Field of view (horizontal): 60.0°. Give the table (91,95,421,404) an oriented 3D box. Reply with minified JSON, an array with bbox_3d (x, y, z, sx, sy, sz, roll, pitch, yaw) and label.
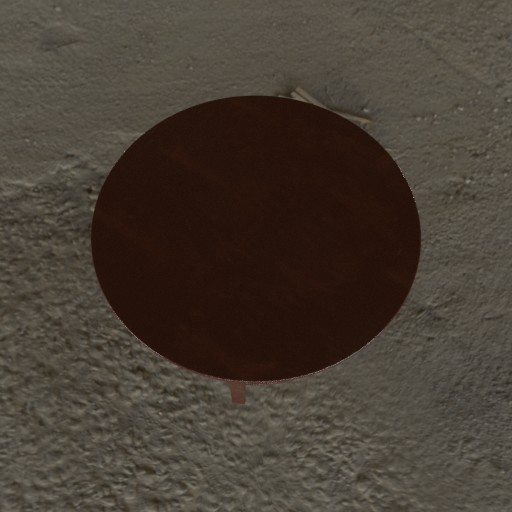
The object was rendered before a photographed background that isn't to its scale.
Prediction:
[{"bbox_3d":[0.000,0.000,1.464,0.911,0.512,0.911,0,64,0],"label":"table"}]
